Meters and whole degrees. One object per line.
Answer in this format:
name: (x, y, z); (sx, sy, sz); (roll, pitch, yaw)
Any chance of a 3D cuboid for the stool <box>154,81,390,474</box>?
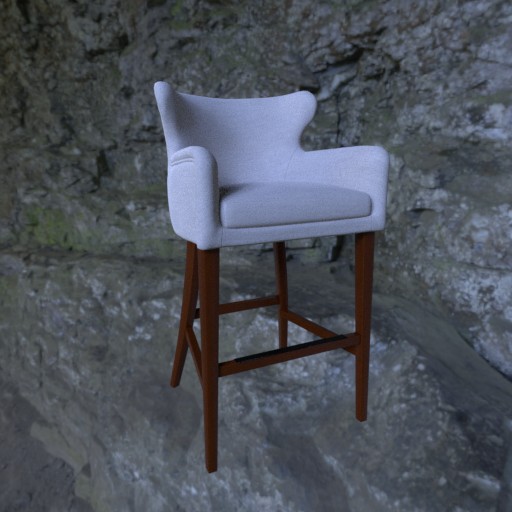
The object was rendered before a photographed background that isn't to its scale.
stool: (0.000, 0.000, 1.399); (0.556, 1.034, 0.563); (-7, 16, -25)
